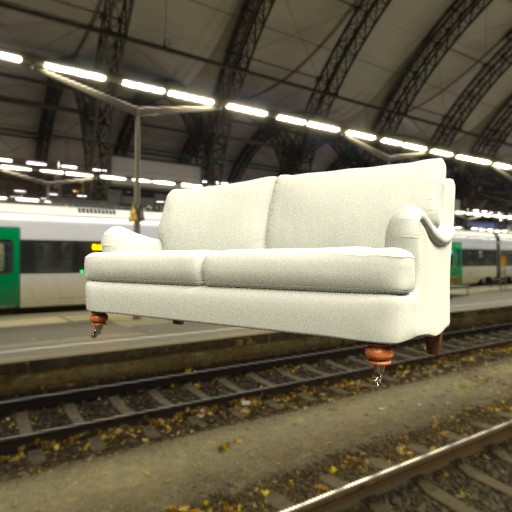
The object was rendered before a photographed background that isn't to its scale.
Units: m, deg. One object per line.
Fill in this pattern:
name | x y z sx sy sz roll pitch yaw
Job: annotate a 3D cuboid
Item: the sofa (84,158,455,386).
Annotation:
sofa | 0.000 0.000 2.785 2.193 1.096 1.069 0 -1 35
